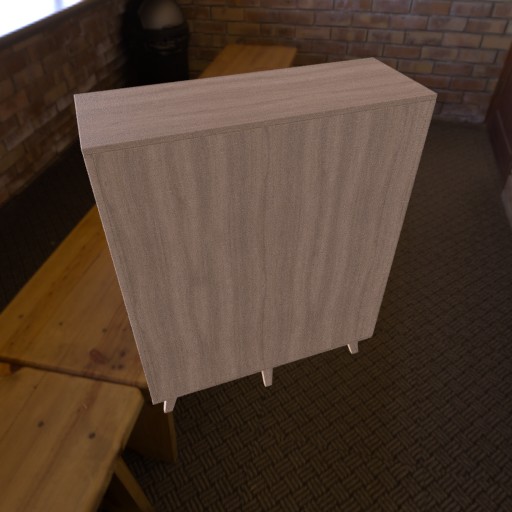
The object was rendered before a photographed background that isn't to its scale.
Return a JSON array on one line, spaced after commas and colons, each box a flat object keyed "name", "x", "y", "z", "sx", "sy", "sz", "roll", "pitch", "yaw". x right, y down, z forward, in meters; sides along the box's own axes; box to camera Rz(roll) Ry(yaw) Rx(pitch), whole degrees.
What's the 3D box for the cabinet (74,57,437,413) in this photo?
[{"name": "cabinet", "x": 0.000, "y": 0.000, "z": 1.891, "sx": 1.111, "sy": 1.388, "sz": 0.398, "roll": -13, "pitch": 43, "yaw": -15}]
